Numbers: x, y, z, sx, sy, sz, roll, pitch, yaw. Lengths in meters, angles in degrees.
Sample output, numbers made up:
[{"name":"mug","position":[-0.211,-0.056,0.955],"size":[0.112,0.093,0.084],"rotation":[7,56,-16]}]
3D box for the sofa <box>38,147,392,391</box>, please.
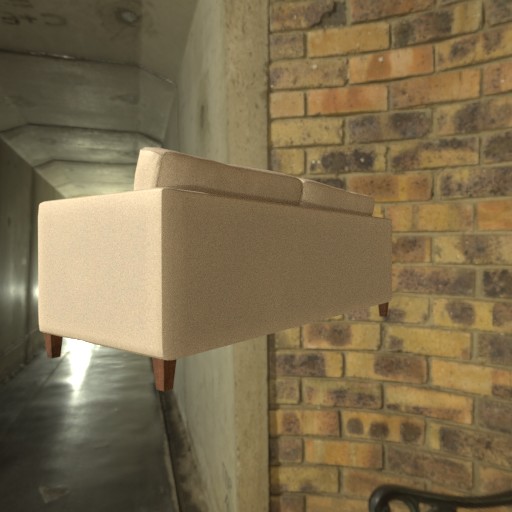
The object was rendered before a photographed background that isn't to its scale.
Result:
[{"name":"sofa","position":[0.000,0.000,2.819],"size":[0.951,0.968,2.361],"rotation":[1,1,37]}]
